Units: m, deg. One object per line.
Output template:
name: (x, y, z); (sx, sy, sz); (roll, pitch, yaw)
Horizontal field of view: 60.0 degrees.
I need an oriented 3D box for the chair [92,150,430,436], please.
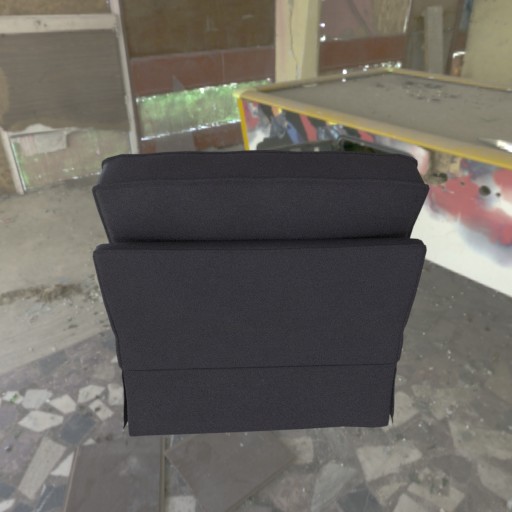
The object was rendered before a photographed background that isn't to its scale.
chair: (0.000, 0.000, 1.957); (1.119, 1.140, 1.002); (-1, 31, -2)
